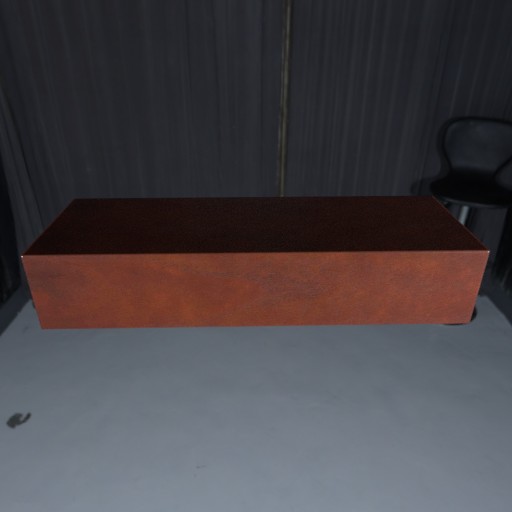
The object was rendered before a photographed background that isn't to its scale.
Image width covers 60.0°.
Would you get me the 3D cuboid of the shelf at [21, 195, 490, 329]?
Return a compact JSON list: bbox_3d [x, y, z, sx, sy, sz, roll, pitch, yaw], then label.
[{"bbox_3d":[0.000,0.000,0.519,0.457,0.088,0.152,-1,28,-1],"label":"shelf"}]
